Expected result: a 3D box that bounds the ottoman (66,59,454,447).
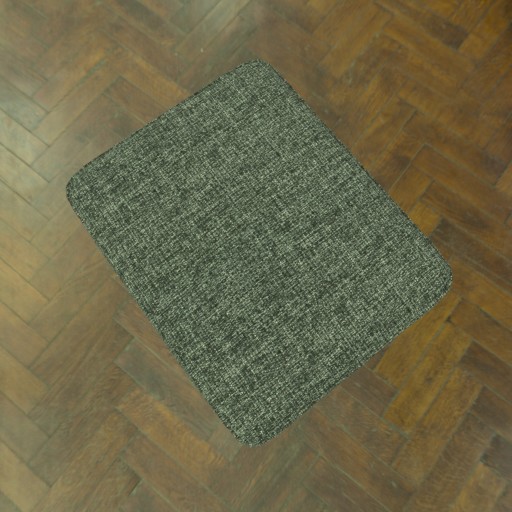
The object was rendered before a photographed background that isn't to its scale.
[{"bbox_3d":[0.000,0.000,1.151,0.589,0.537,0.738,-37,78,-9],"label":"ottoman"}]
